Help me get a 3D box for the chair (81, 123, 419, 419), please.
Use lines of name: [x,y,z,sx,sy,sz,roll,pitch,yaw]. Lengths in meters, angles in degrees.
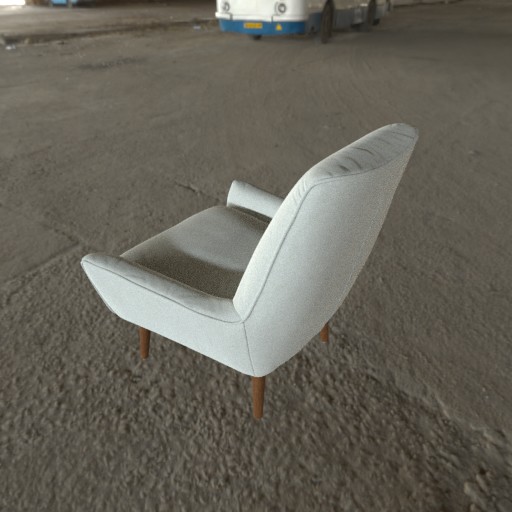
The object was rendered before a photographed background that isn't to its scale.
chair: [0.000,0.000,1.449,0.822,0.888,0.787,22,38,30]
